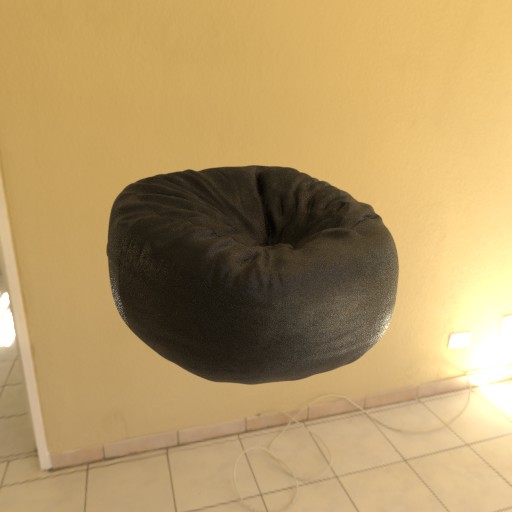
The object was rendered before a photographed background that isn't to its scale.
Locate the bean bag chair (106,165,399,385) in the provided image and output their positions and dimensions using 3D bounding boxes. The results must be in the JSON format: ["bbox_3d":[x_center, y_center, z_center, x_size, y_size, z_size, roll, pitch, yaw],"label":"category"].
[{"bbox_3d":[0.000,0.000,2.442,1.524,0.878,1.524,-8,19,-25],"label":"bean bag chair"}]
